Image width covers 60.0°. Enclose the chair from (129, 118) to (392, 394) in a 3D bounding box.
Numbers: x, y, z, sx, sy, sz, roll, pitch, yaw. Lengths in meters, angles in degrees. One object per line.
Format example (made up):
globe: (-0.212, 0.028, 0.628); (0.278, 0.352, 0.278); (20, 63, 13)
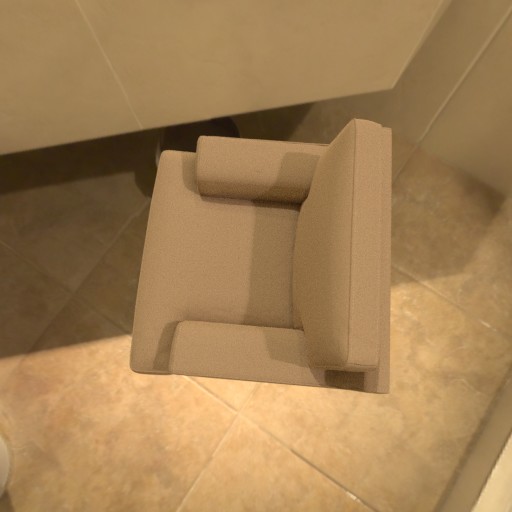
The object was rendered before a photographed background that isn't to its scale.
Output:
chair: (0.000, 0.000, 2.141); (1.274, 1.005, 1.293); (-3, 76, -1)
